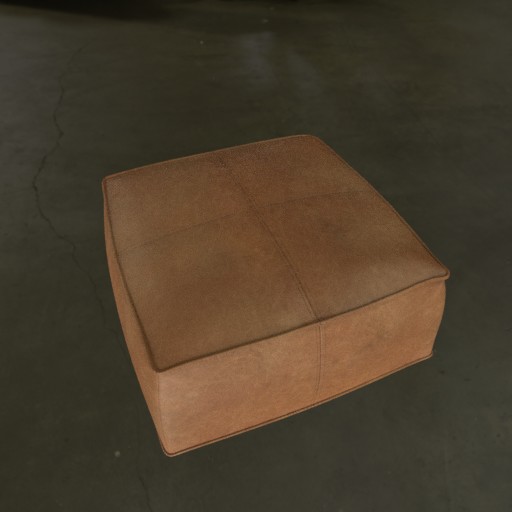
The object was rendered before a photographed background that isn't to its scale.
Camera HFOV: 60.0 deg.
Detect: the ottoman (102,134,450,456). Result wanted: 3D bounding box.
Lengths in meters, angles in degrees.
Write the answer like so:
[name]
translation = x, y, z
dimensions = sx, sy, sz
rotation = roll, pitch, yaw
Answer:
[ottoman]
translation = 0.000, 0.000, 1.421
dimensions = 0.901, 0.395, 0.902
rotation = -16, 46, -16
